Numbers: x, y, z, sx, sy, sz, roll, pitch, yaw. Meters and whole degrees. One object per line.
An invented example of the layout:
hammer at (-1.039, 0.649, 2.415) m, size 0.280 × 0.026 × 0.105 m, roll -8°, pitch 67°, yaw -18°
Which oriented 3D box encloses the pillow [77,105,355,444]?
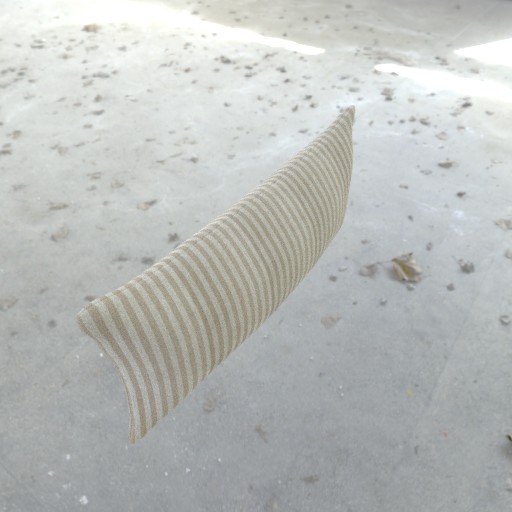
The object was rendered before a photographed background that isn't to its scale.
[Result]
pillow at (0.000, 0.000, 0.729) m, size 0.151 × 0.295 × 0.617 m, roll 26°, pitch 49°, yaw 26°
